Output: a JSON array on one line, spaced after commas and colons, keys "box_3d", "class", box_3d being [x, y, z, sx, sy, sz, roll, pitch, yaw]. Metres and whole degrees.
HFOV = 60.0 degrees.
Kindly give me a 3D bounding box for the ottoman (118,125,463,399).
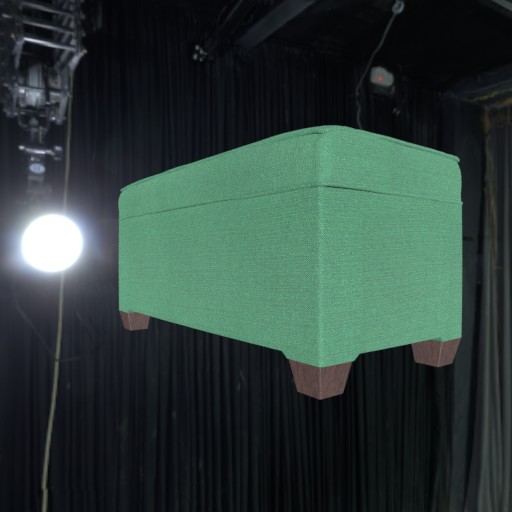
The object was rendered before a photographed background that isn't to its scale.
[{"box_3d": [0.000, 0.000, 1.205, 0.483, 0.471, 0.957, 0, 0, -37], "class": "ottoman"}]
